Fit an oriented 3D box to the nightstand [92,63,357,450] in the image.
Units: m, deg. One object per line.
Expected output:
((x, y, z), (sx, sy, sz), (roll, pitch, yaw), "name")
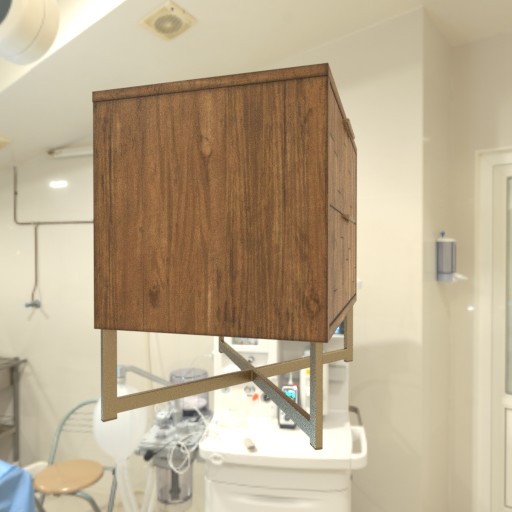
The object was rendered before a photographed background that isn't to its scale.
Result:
((0.000, 0.000, 1.044), (0.446, 0.610, 0.610), (0, 1, 17), "nightstand")
